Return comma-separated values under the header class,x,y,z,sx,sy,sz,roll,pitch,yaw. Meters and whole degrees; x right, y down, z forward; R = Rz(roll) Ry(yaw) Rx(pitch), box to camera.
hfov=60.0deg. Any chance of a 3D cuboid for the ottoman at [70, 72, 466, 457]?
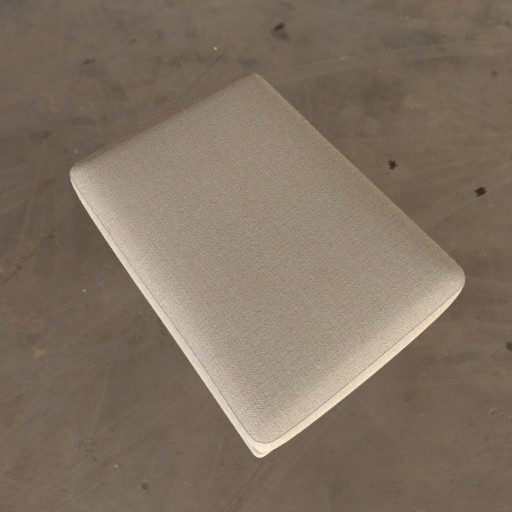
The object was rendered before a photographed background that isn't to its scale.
class,x,y,z,sx,sy,sz,roll,pitch,yaw
ottoman,0.000,0.000,1.261,0.637,0.478,0.885,-34,68,-15
